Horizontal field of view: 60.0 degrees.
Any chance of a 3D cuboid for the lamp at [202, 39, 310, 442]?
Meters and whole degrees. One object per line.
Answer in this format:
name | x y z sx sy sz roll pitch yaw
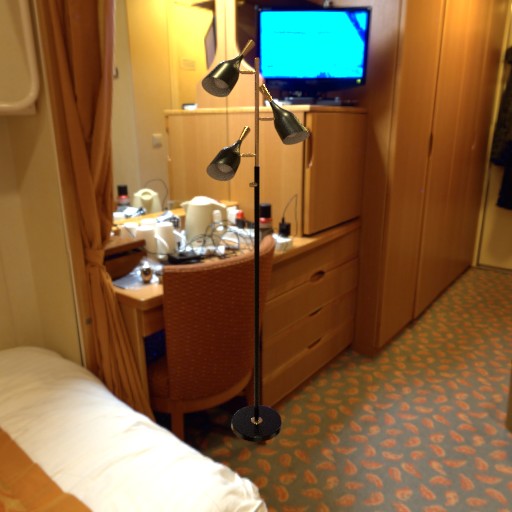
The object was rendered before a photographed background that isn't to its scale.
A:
lamp | 0.000 0.000 1.977 0.434 1.778 0.253 -2 17 -8
